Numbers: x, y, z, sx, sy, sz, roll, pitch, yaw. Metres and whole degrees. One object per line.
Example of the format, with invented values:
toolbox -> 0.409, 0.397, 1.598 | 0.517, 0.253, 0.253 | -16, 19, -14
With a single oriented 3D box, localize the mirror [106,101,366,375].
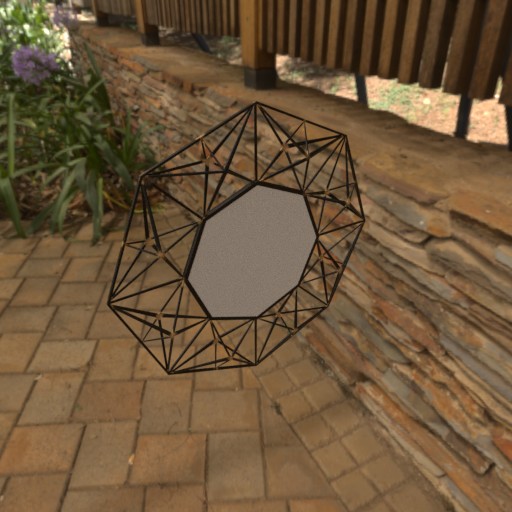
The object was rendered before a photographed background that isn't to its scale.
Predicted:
mirror -> 0.000, 0.000, 1.054 | 0.710, 0.710, 0.094 | -18, 35, -28
